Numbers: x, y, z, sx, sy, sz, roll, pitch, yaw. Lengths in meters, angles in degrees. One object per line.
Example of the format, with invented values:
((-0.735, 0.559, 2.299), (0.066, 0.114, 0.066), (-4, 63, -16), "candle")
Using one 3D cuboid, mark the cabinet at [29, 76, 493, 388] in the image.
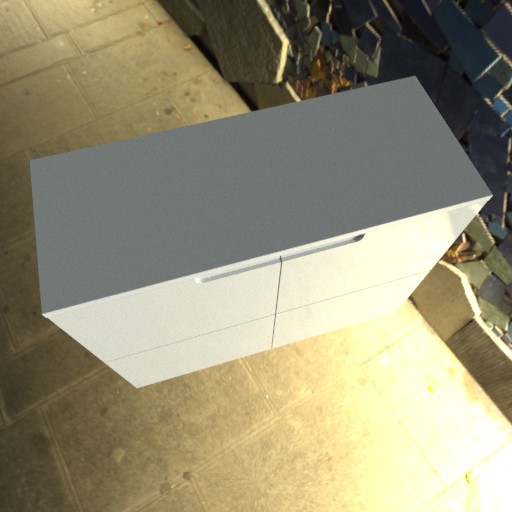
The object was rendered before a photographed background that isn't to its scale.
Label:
((0.000, 0.000, 1.381), (1.000, 0.800, 0.400), (-15, 64, -7), "cabinet")
